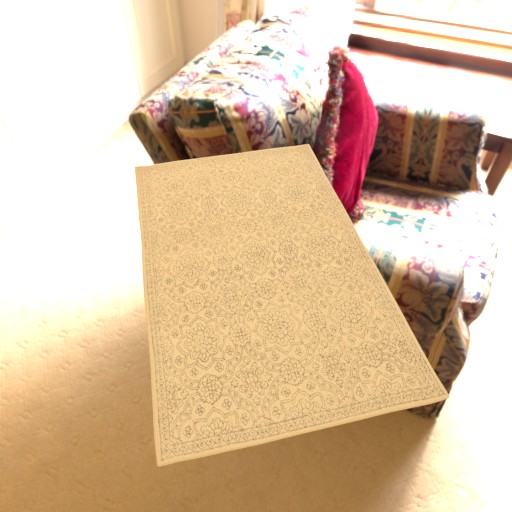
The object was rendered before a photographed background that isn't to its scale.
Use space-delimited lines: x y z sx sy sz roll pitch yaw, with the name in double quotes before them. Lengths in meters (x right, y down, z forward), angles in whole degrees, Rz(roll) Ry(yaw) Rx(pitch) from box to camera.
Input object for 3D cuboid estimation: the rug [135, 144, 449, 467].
"rug" 0.000 0.000 2.999 1.518 0.023 2.434 -10 48 -9
